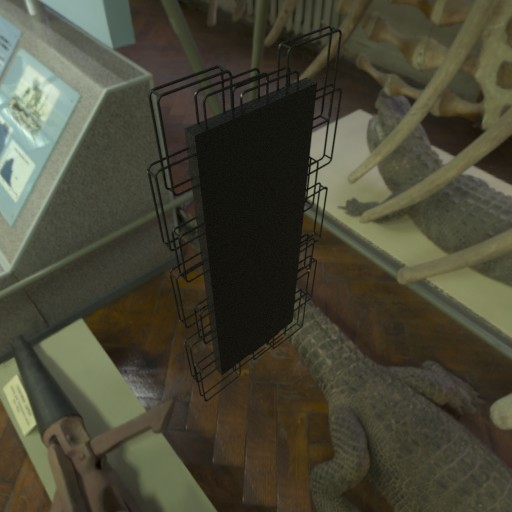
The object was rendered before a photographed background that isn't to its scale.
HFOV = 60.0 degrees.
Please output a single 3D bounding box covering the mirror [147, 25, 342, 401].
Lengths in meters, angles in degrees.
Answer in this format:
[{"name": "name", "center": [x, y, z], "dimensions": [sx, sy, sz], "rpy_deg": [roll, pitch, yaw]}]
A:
[{"name": "mirror", "center": [0.000, 0.000, 1.340], "dimensions": [0.565, 1.192, 0.037], "rpy_deg": [-32, 54, -27]}]
